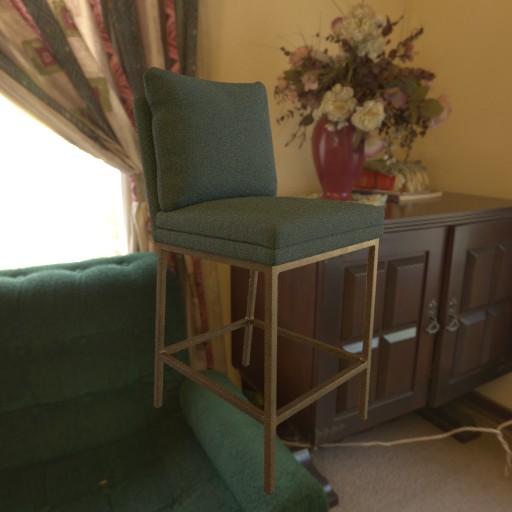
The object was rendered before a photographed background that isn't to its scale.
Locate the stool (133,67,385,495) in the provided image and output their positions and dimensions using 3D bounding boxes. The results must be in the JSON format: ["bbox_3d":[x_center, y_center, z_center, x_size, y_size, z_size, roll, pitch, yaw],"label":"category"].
[{"bbox_3d":[0.000,0.000,1.295,0.568,1.032,0.463,13,19,43],"label":"stool"}]
